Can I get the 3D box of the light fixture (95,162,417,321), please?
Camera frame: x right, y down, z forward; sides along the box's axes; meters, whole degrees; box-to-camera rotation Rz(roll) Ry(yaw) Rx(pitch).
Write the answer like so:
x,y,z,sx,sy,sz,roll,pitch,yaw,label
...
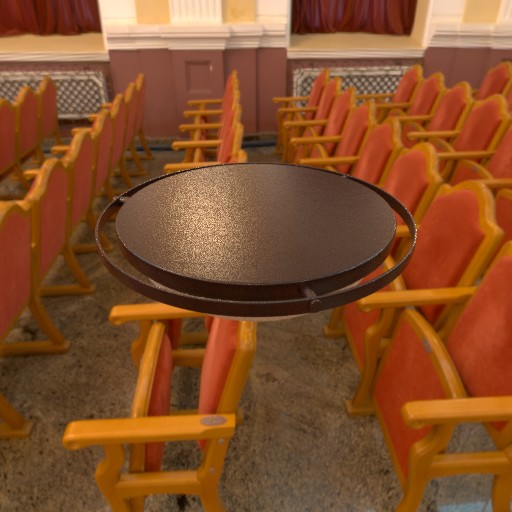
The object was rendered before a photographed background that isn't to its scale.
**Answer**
x,y,z,sx,sy,sz,roll,pitch,yaw,label
0.000,0.000,0.550,0.361,0.130,0.361,0,30,0,light fixture
